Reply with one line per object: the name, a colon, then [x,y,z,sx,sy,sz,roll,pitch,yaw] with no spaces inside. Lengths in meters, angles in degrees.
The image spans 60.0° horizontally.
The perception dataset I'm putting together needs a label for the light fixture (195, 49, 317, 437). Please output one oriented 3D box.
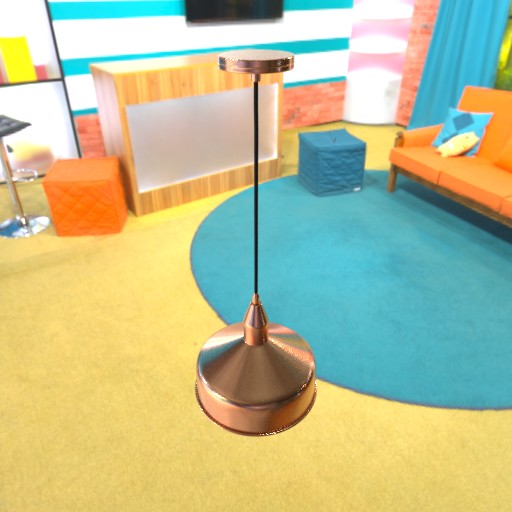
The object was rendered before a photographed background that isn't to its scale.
light fixture: [0.000,0.000,0.903,0.301,0.754,0.301,11,34,17]
